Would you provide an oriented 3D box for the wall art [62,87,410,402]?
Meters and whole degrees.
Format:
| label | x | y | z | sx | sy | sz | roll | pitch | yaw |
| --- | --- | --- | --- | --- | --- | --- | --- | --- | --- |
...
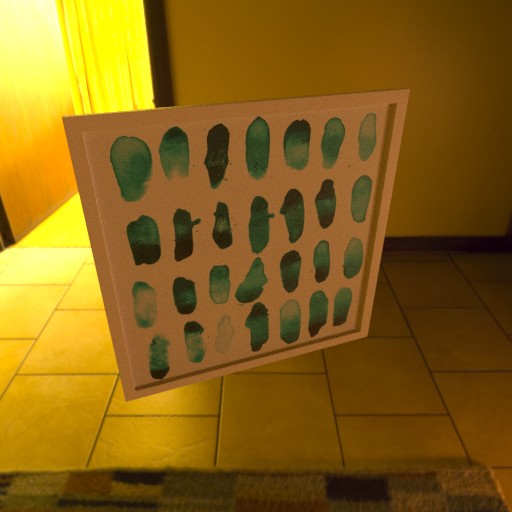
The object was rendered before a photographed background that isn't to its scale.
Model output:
| label | x | y | z | sx | sy | sz | roll | pitch | yaw |
| --- | --- | --- | --- | --- | --- | --- | --- | --- | --- |
| wall art | 0.000 | 0.000 | 0.675 | 0.456 | 0.457 | 0.009 | -11 | 33 | -17 |
